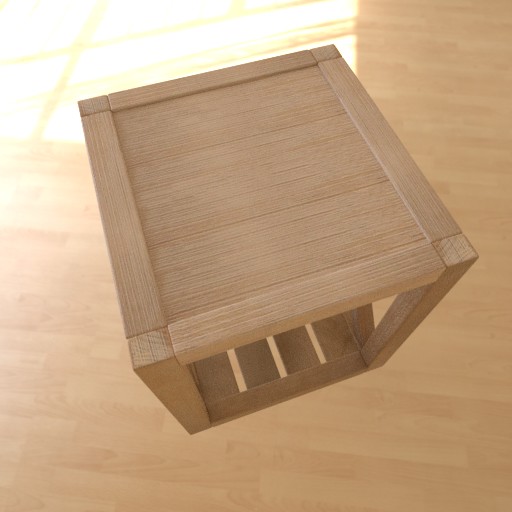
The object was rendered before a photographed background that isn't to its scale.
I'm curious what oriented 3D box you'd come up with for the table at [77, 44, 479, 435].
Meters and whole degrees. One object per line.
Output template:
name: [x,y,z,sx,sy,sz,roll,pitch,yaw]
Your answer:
table: [0.000,0.000,1.039,0.558,0.610,0.559,-17,62,-9]
